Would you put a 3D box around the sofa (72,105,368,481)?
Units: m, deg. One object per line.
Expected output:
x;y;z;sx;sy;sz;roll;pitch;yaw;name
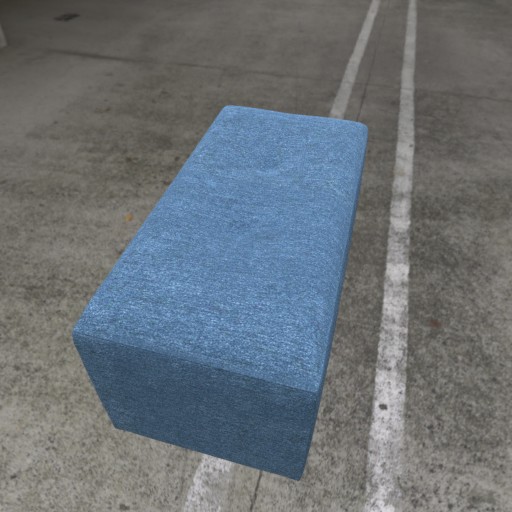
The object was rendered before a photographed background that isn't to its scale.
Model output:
0.000;0.000;1.200;0.480;0.470;0.930;11;46;11;sofa
